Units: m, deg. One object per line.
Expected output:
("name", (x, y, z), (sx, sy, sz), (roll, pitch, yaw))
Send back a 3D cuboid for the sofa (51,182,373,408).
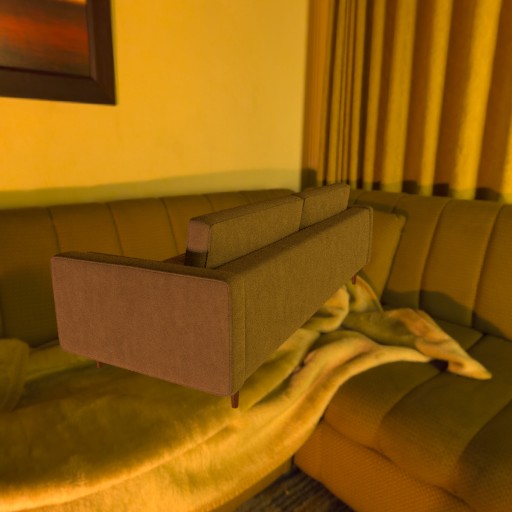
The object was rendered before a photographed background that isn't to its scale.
("sofa", (0.000, 0.000, 2.675), (0.919, 0.770, 2.200), (7, 15, 26))
